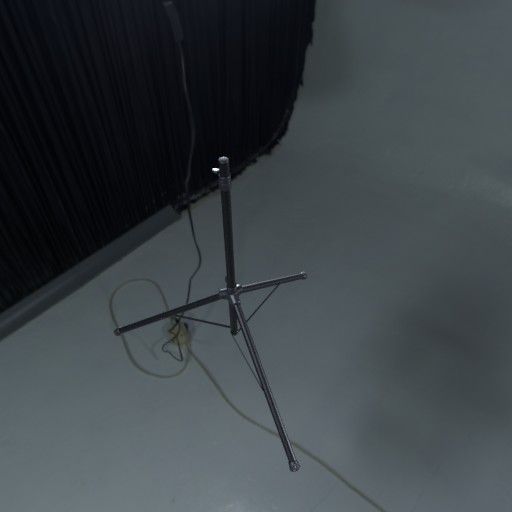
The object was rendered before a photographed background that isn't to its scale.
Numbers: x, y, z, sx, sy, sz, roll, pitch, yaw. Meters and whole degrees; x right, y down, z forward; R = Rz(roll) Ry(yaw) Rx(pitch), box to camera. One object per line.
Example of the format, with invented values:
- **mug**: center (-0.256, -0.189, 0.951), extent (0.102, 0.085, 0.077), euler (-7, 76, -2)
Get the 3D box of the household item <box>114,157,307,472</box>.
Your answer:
- **household item**: center (0.000, 0.000, 2.674), extent (1.596, 1.595, 1.339), euler (30, 53, 26)
